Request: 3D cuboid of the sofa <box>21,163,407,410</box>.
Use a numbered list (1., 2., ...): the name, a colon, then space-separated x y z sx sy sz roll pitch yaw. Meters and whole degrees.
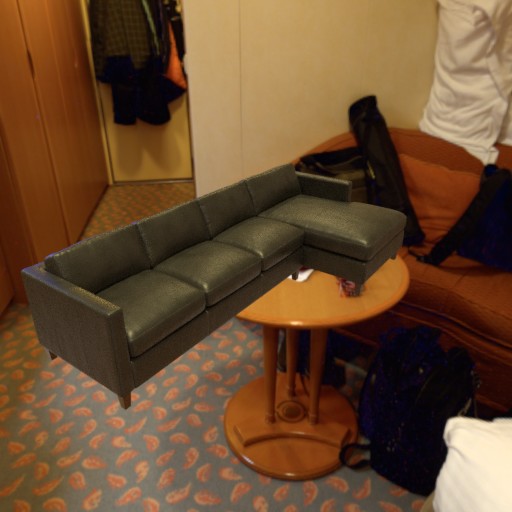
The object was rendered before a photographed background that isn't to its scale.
1. sofa: 0.000 0.000 3.830 1.581 0.883 3.203 18 31 32
